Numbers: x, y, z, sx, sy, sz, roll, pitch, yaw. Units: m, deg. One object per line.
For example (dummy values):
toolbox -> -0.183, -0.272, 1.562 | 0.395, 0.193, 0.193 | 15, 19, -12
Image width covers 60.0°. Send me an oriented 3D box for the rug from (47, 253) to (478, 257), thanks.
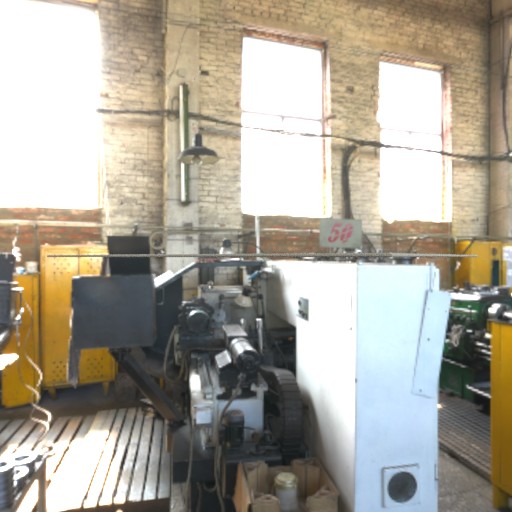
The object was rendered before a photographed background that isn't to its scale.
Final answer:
rug -> 0.000, 0.000, 2.815 | 2.294, 0.014, 1.528 | 0, 0, 37
